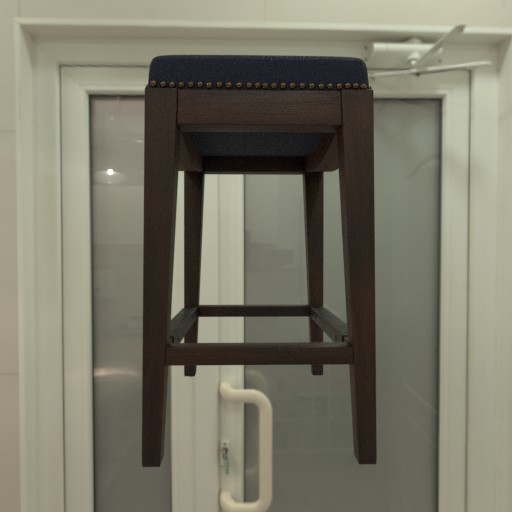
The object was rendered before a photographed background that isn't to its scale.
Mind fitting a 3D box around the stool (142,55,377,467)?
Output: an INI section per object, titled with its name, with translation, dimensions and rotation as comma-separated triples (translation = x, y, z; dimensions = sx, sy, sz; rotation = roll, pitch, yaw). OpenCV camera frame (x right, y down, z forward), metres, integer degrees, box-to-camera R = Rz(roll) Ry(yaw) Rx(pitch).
[stool]
translation = 0.000, 0.000, 0.921
dimensions = 0.361, 0.642, 0.500
rotation = 0, 1, -1
